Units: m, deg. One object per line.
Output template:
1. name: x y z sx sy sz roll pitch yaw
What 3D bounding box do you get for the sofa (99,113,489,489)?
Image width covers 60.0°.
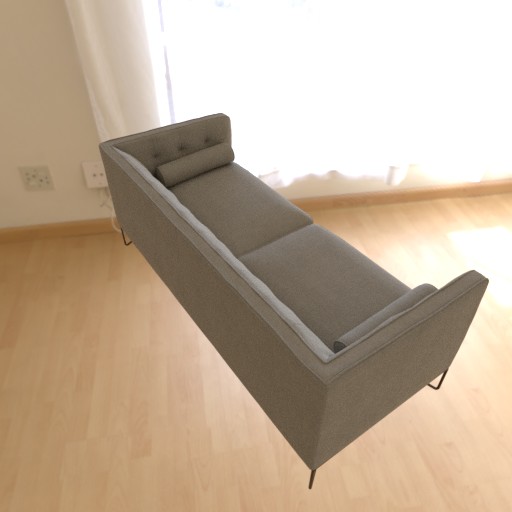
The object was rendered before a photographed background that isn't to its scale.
1. sofa: 0.000 0.000 2.473 0.912 0.798 2.079 -24 46 -26
